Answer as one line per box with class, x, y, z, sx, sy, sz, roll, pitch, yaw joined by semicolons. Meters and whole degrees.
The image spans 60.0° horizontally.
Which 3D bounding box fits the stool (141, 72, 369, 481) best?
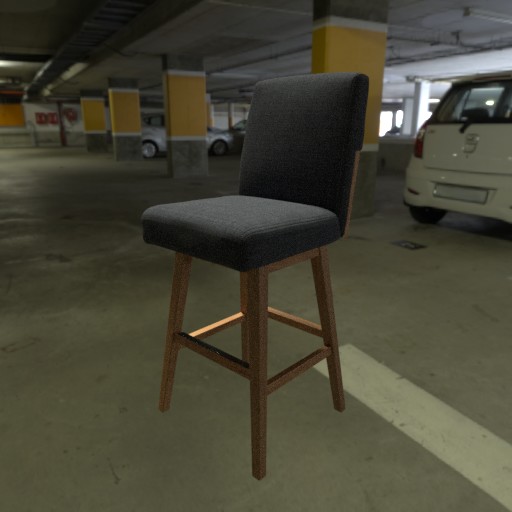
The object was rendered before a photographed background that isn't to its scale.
stool;0.000;0.000;1.411;0.483;1.112;0.570;15;22;41
